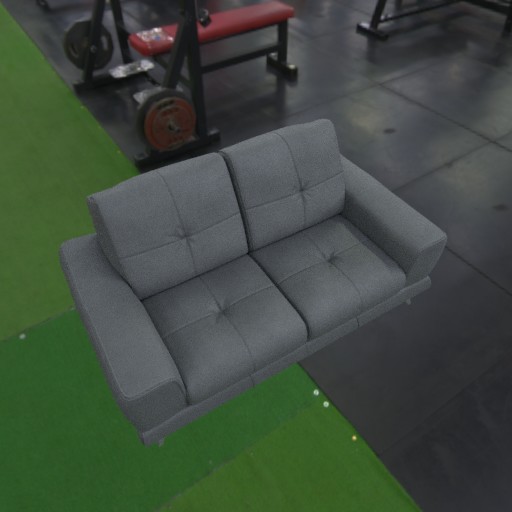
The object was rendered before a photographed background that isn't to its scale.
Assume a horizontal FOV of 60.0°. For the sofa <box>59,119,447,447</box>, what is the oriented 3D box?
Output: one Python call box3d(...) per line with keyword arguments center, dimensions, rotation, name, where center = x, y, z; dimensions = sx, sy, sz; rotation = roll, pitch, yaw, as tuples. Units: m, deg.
box3d(center=(0.000, 0.000, 2.329), dimensions=(1.806, 0.907, 1.018), rotation=(-24, 51, -21), name="sofa")
